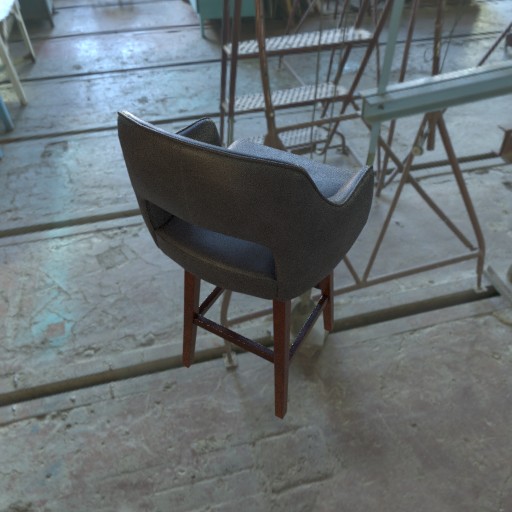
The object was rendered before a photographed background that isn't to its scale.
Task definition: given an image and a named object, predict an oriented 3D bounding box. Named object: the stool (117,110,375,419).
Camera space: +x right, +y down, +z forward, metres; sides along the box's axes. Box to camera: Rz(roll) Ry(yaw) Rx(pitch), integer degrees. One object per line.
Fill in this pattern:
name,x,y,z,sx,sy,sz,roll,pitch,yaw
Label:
stool,0.000,0.000,1.328,0.550,1.041,0.560,22,49,21
